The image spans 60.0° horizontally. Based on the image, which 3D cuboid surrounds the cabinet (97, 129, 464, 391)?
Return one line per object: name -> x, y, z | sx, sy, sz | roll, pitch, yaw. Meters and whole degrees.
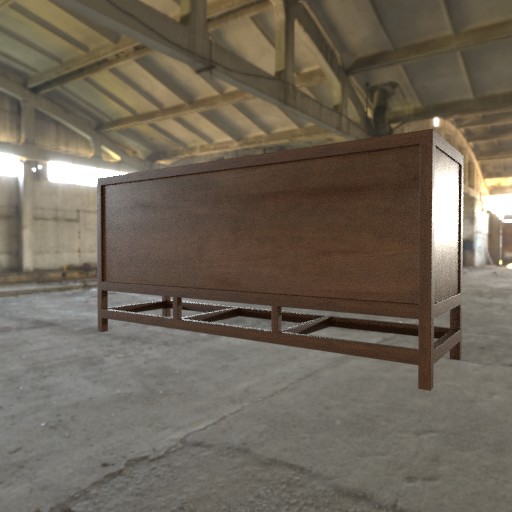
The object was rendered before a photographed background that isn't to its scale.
cabinet -> 0.000, 0.000, 2.089 | 1.708, 0.820, 0.522 | 1, 1, 35
